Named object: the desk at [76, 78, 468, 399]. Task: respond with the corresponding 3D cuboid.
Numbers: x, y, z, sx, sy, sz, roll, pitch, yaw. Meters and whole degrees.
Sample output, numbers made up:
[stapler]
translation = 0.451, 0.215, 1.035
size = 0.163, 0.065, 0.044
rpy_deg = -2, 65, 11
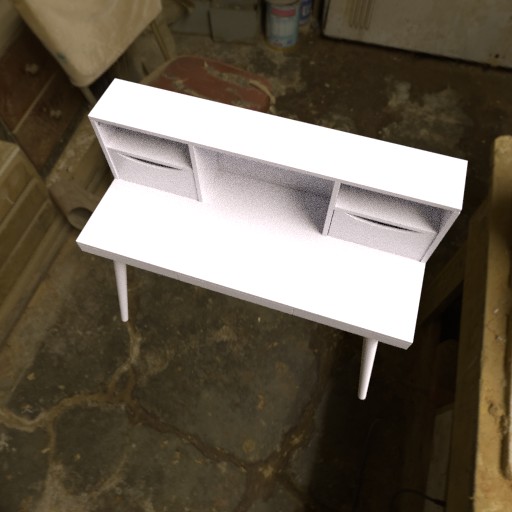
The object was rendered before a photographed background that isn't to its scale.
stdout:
[desk]
translation = 0.000, 0.000, 1.756
size = 1.199, 0.990, 0.559
rpy_deg = 16, 62, 9
